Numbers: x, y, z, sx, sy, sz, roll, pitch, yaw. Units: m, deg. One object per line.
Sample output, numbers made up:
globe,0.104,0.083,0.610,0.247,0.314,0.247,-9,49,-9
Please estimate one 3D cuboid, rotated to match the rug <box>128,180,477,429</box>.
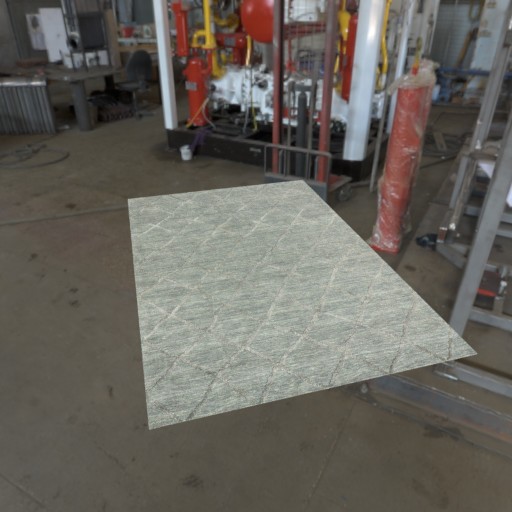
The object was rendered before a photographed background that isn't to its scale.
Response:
rug,0.000,0.000,2.852,1.521,0.006,2.283,-8,32,-14
